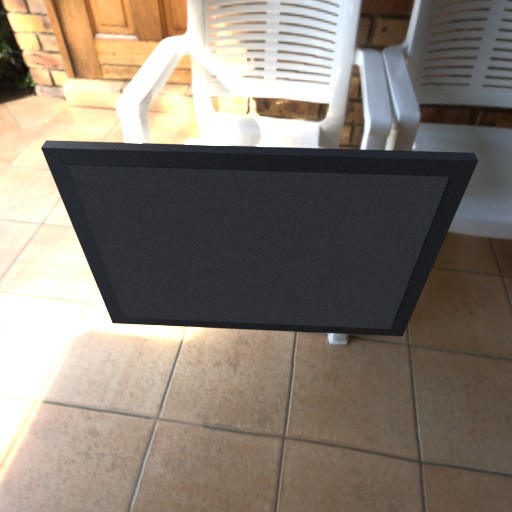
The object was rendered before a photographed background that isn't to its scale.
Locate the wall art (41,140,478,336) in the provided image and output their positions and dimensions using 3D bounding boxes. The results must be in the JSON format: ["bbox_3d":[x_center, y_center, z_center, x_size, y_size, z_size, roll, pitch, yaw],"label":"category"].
[{"bbox_3d":[0.000,0.000,0.553,0.432,0.306,0.016,2,46,2],"label":"wall art"}]
